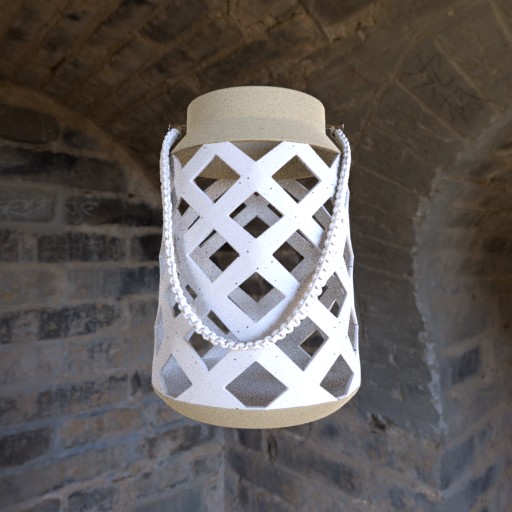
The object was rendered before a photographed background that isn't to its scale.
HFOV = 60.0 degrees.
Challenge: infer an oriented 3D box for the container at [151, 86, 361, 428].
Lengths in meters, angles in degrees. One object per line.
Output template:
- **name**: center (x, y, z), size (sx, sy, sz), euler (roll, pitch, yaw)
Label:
- **container**: center (0.000, 0.000, 0.401), size (0.188, 0.264, 0.198), euler (0, -1, 0)
